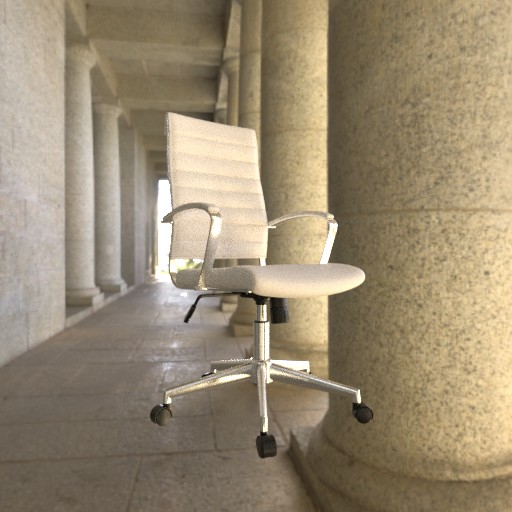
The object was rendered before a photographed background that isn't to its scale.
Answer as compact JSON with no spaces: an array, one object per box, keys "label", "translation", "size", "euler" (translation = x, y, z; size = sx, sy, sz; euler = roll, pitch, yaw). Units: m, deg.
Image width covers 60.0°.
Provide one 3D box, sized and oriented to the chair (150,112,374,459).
[{"label":"chair","translation":[0.000,0.000,1.665],"size":[0.766,1.149,0.739],"euler":[0,1,-37]}]
